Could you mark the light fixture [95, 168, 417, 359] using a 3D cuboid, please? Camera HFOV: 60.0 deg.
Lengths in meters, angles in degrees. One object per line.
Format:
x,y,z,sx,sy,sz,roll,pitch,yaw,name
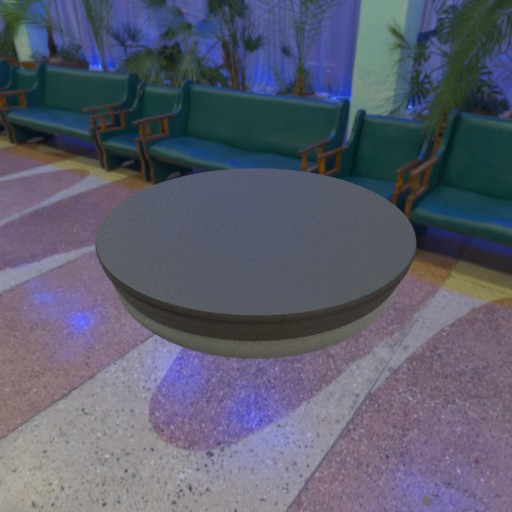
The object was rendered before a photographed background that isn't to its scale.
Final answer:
0.000,0.000,0.555,0.368,0.100,0.368,0,31,0,light fixture
